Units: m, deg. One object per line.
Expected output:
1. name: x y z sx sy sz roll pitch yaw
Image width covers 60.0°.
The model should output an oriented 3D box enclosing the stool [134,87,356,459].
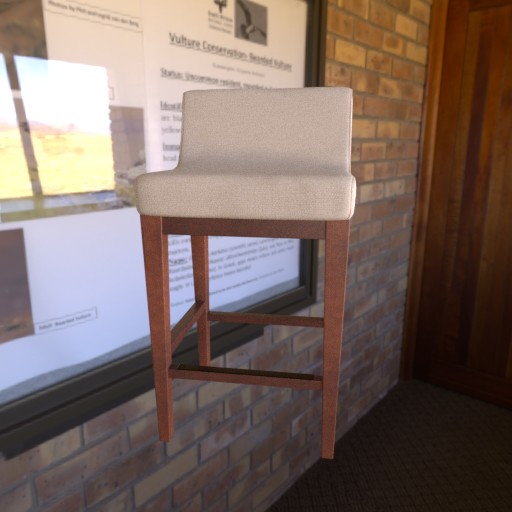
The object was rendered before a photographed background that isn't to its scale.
1. stool: 0.000 0.000 1.254 0.511 0.937 0.500 2 14 9
